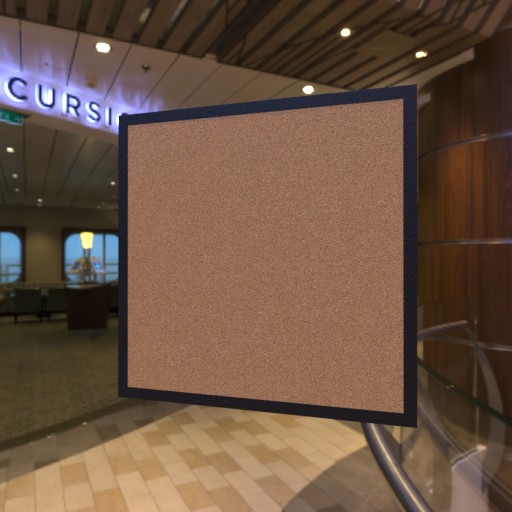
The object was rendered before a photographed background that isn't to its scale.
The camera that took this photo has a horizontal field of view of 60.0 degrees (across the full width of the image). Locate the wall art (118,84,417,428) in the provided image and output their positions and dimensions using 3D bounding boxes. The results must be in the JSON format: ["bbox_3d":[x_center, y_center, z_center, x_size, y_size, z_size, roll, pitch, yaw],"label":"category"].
[{"bbox_3d":[0.000,0.000,0.745,0.508,0.508,0.038,0,0,17],"label":"wall art"}]
